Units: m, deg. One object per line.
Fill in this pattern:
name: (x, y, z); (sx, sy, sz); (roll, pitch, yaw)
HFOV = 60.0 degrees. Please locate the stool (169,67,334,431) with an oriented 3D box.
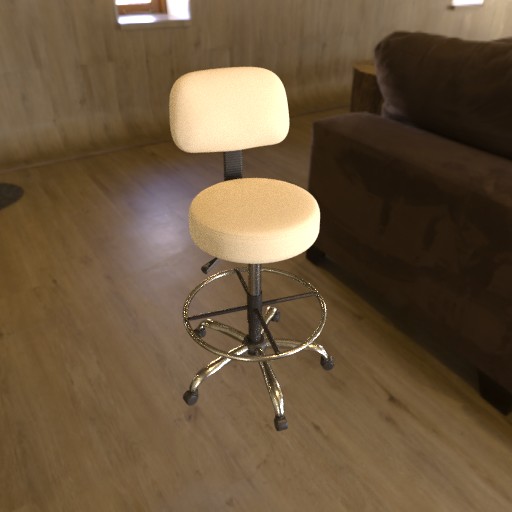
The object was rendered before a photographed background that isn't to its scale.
stool: (0.000, 0.000, 1.482); (0.609, 1.080, 0.616); (-10, 34, -15)
